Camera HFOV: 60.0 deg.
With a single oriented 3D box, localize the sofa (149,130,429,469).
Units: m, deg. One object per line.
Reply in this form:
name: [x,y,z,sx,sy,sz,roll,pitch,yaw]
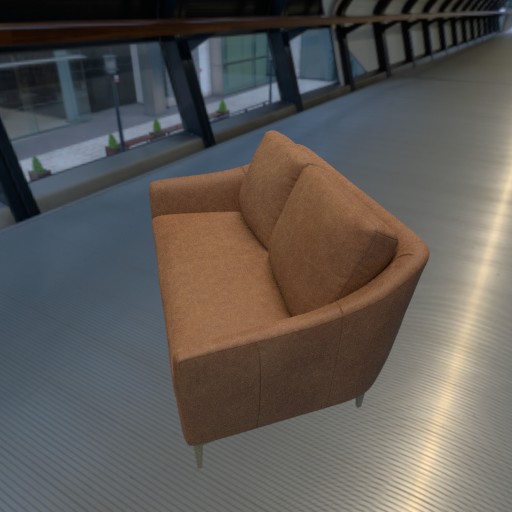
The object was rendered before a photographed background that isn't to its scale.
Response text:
sofa: [0.000,0.000,2.190,0.960,0.902,1.619,-7,31,-13]
